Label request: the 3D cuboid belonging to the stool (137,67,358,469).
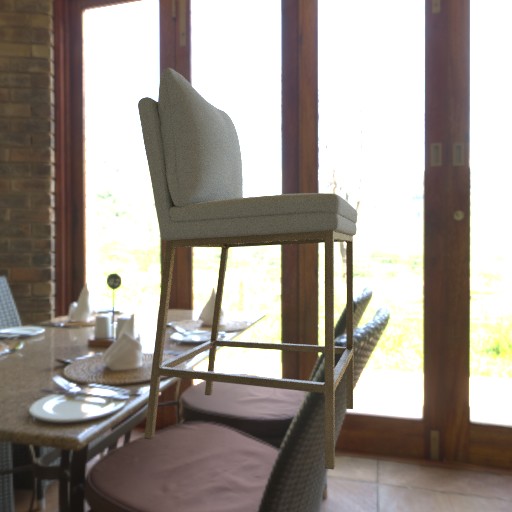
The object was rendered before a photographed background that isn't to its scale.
[{"bbox_3d":[0.000,0.000,1.360,0.572,1.032,0.463,0,0,18],"label":"stool"}]
